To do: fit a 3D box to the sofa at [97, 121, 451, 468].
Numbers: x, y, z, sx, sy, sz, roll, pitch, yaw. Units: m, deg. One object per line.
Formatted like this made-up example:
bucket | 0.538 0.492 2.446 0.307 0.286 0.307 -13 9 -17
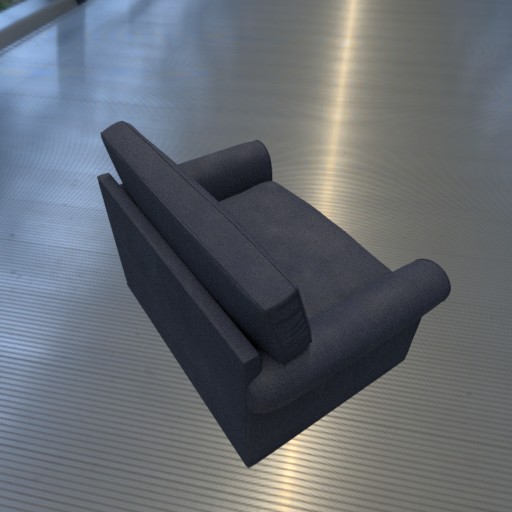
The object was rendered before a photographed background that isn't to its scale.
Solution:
sofa | 0.000 0.000 2.043 0.938 1.004 1.405 -25 48 -25
